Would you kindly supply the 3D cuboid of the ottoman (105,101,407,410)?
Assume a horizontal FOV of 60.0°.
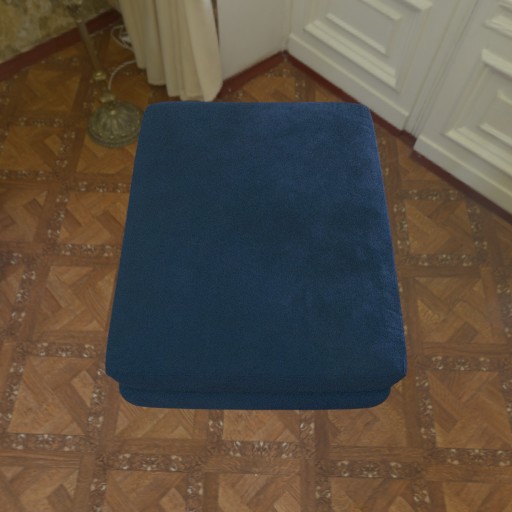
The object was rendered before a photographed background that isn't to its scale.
[{"bbox_3d":[0.000,0.000,1.228,0.655,0.485,0.794,0,64,0],"label":"ottoman"}]
